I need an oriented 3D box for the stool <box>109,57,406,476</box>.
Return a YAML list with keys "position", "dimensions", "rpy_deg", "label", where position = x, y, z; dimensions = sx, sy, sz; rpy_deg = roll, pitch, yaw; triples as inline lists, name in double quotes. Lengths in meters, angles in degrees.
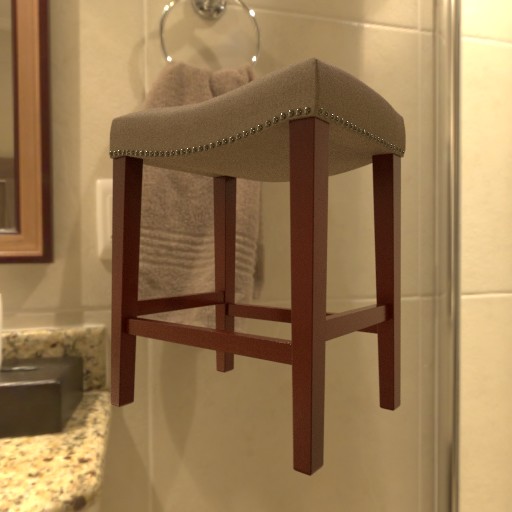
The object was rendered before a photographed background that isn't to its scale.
- position: [0.000, 0.000, 0.929]
  dimensions: [0.509, 0.632, 0.375]
  rpy_deg: [1, 1, 38]
  label: "stool"
